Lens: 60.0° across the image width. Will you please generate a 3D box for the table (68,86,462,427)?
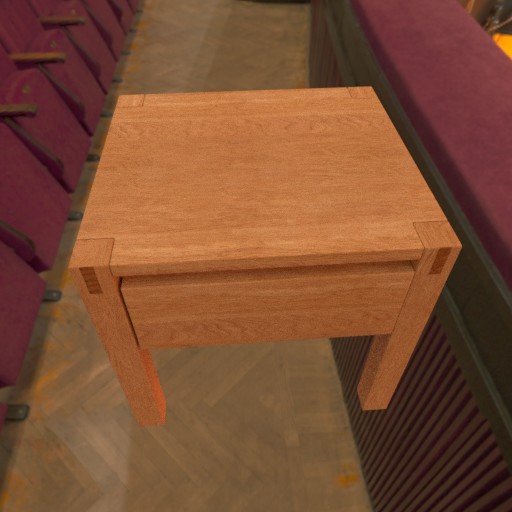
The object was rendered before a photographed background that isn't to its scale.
[{"bbox_3d":[0.000,0.000,0.849,0.480,0.450,0.440,-3,46,-3],"label":"table"}]
